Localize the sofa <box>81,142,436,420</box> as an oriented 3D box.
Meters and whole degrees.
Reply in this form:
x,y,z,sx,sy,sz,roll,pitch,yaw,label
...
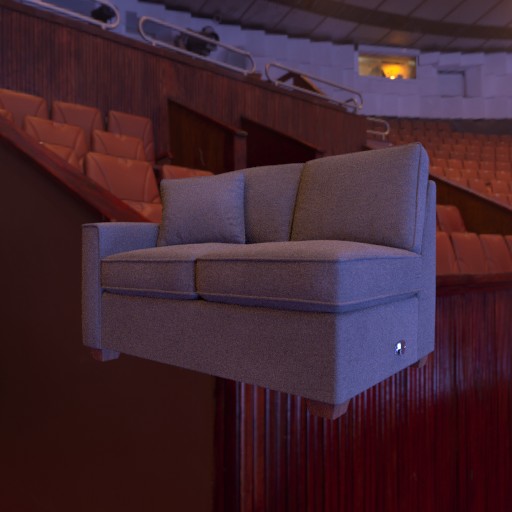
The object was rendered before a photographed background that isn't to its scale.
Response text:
x,y,z,sx,sy,sz,roll,pitch,yaw,label
0.000,0.000,2.061,1.388,0.989,0.991,0,1,38,sofa
